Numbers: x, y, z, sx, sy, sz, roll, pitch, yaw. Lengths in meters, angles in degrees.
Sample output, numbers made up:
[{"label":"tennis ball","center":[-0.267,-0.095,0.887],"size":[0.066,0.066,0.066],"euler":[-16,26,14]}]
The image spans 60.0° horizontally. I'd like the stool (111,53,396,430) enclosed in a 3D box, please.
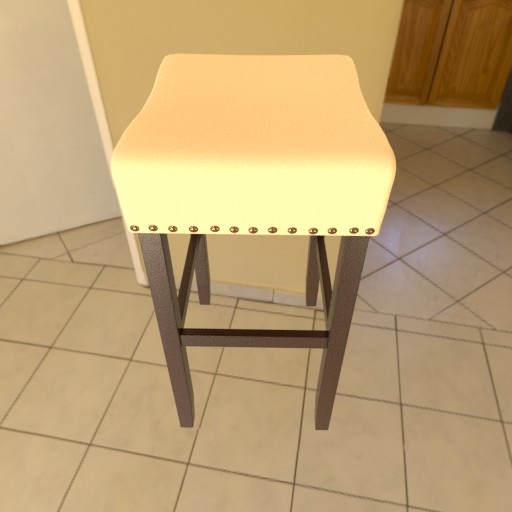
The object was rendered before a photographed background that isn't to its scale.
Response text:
[{"label":"stool","center":[0.000,0.000,1.020],"size":[0.401,0.762,0.471],"euler":[1,41,1]}]
